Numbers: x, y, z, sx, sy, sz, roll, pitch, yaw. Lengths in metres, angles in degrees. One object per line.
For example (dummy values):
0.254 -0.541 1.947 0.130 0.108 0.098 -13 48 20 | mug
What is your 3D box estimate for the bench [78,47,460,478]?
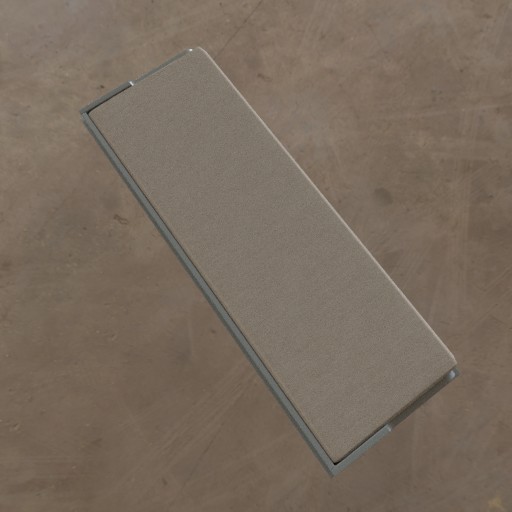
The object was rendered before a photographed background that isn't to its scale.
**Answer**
0.000 0.000 1.354 0.398 0.501 1.140 -35 78 -8 | bench
